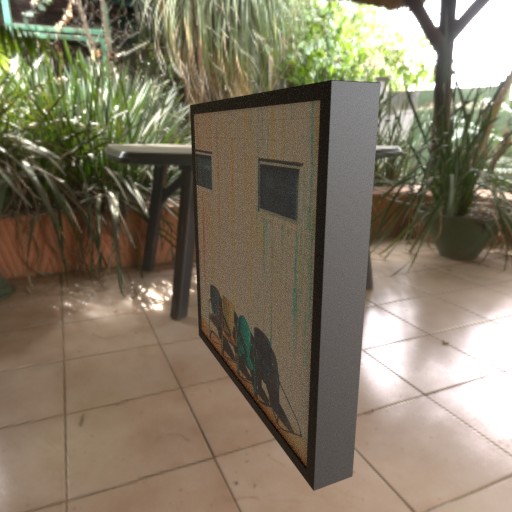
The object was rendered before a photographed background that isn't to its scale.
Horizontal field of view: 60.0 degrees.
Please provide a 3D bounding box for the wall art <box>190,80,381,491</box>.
[{"bbox_3d":[0.000,0.000,0.449,0.038,0.304,0.304,-7,17,-23],"label":"wall art"}]
